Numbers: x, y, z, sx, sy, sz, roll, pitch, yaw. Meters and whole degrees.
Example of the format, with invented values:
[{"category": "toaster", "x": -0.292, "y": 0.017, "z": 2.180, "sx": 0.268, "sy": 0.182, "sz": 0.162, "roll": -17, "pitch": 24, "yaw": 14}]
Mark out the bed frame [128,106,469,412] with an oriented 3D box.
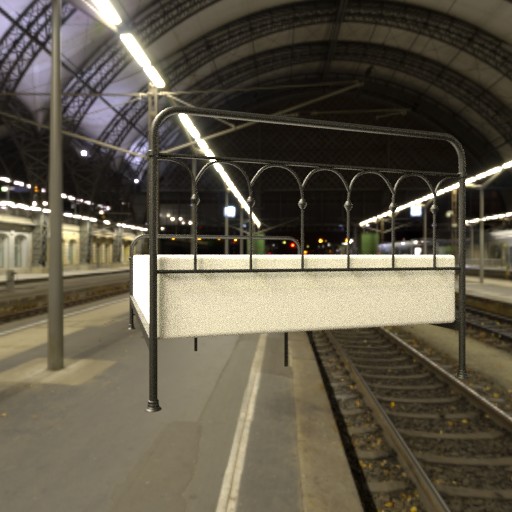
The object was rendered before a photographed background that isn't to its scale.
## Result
[{"category": "bed frame", "x": 0.000, "y": 0.000, "z": 3.108, "sx": 1.664, "sy": 1.276, "sz": 2.203, "roll": 0, "pitch": 0, "yaw": -18}]
